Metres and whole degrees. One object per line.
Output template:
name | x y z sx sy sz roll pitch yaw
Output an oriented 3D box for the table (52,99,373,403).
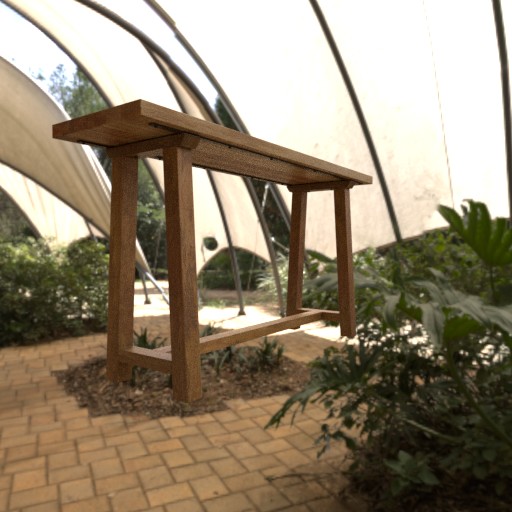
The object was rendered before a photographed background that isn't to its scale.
table | 0.000 0.000 1.837 0.405 0.810 1.524 1 2 36
